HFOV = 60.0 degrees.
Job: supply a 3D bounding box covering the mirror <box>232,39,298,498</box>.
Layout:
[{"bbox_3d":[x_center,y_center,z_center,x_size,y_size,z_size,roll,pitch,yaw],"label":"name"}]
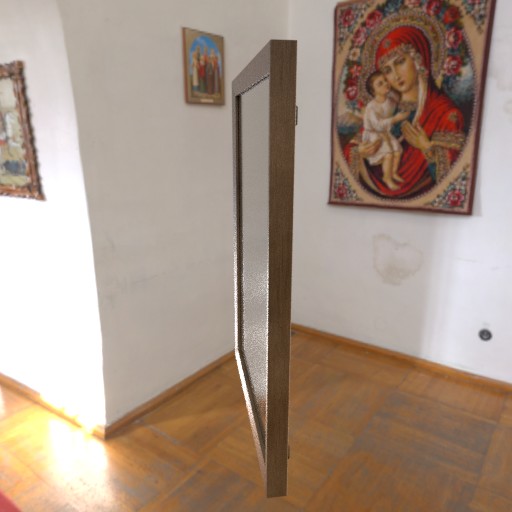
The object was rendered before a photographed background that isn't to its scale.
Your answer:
[{"bbox_3d":[0.000,0.000,0.899,0.040,0.710,0.507,-2,16,-8],"label":"mirror"}]
